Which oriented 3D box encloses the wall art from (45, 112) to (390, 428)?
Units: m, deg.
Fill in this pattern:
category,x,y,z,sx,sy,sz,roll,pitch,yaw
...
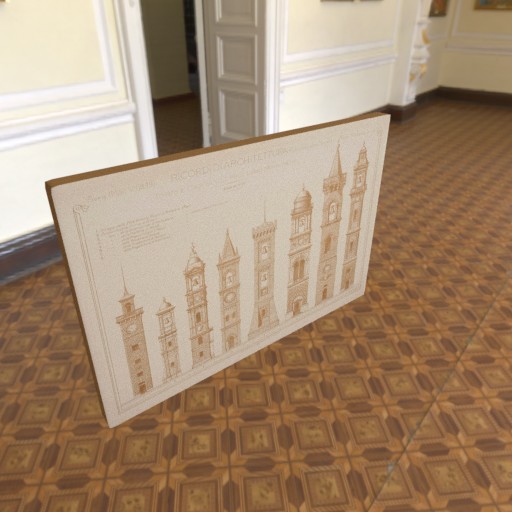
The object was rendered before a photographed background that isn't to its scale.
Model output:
category,x,y,z,sx,sy,sz,roll,pitch,yaw
wall art,0.000,0.000,0.482,0.380,0.254,0.019,-21,36,-32
